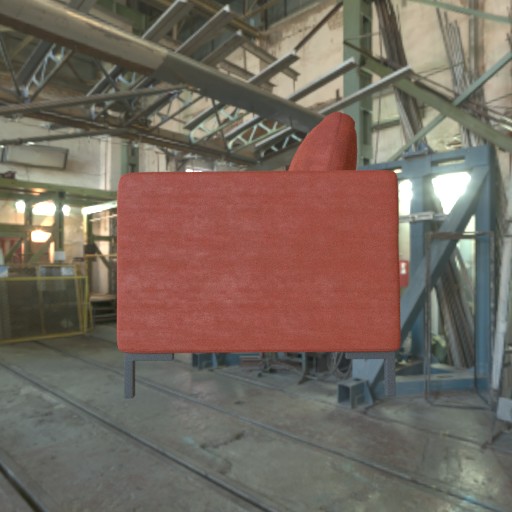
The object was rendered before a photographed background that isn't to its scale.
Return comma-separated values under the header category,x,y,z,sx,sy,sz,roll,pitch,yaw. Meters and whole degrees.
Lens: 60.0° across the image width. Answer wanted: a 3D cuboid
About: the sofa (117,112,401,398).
category,x,y,z,sx,sy,sz,roll,pitch,yaw
sofa,0.000,0.000,2.076,0.864,0.896,1.574,0,-1,0
